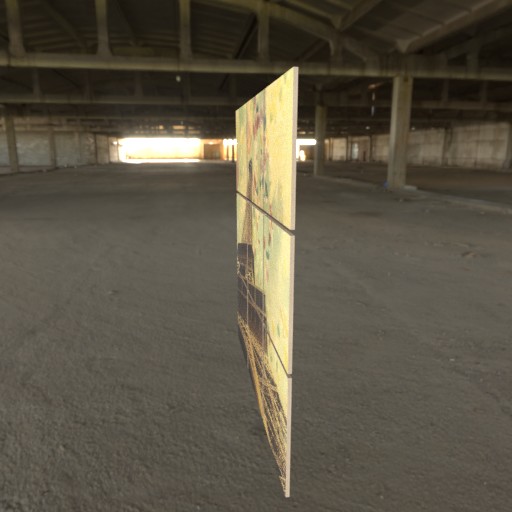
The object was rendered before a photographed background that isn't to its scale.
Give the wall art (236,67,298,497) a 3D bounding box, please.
[{"bbox_3d":[0.000,0.000,1.789,0.013,1.218,1.219,-2,13,-9],"label":"wall art"}]
